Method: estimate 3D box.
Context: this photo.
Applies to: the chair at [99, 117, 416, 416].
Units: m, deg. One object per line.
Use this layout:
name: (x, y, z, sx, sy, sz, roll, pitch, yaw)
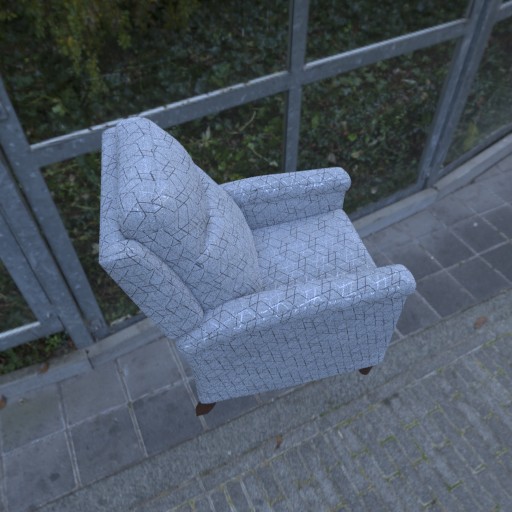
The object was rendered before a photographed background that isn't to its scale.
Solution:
chair: (0.000, 0.000, 1.746, 0.987, 1.048, 0.753, -9, 46, -9)
